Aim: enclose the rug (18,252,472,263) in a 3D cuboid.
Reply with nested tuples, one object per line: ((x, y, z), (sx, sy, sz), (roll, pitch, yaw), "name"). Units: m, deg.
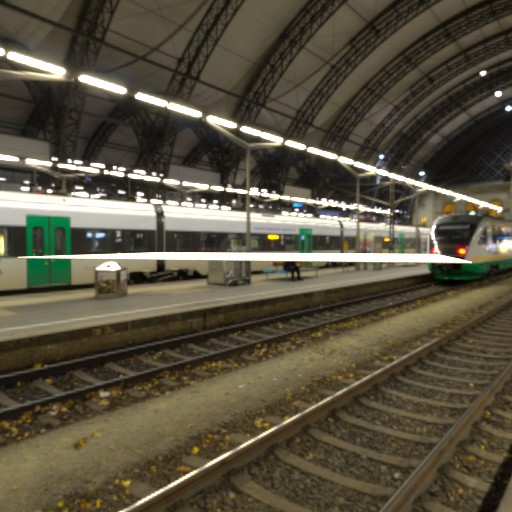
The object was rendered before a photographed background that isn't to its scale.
((0.000, 0.000, 2.286), (1.850, 0.006, 1.234), (0, 2, 17), "rug")
